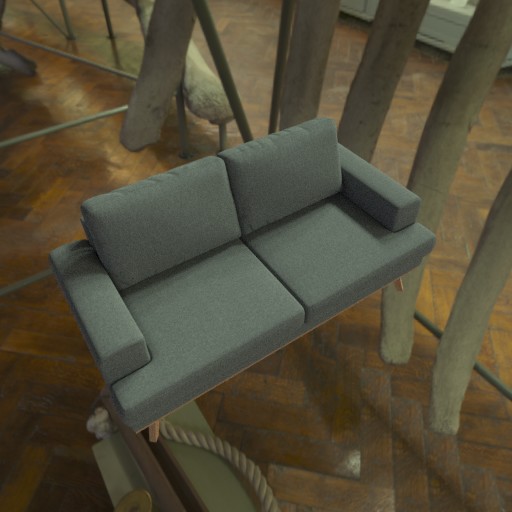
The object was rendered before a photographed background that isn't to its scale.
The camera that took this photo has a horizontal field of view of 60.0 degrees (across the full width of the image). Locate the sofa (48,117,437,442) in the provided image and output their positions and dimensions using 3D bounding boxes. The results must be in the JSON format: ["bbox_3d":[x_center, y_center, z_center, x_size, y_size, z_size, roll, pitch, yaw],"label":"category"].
[{"bbox_3d":[0.000,0.000,2.070,1.650,0.810,0.785,-26,51,-23],"label":"sofa"}]
